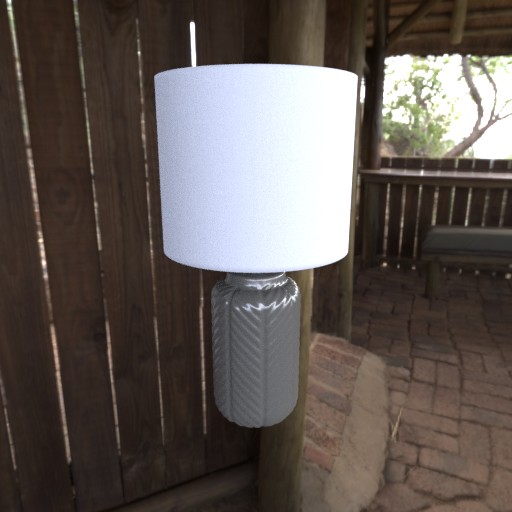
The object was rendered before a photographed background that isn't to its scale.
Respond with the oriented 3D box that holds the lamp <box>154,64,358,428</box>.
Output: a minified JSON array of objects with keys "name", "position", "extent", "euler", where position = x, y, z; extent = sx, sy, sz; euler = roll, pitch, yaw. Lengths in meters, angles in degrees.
[{"name":"lamp","position":[0.000,0.000,0.502],"extent":[0.203,0.389,0.203],"euler":[-14,20,-41]}]
